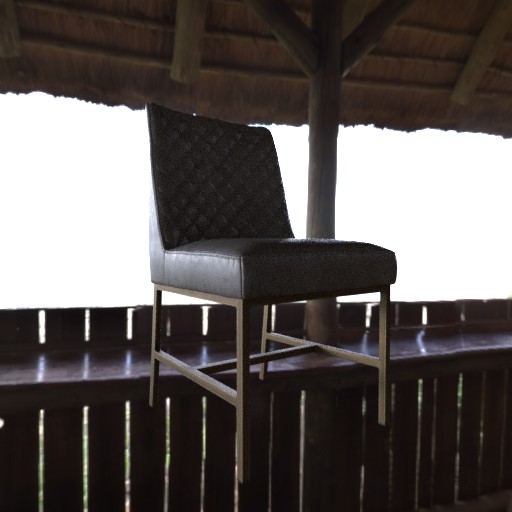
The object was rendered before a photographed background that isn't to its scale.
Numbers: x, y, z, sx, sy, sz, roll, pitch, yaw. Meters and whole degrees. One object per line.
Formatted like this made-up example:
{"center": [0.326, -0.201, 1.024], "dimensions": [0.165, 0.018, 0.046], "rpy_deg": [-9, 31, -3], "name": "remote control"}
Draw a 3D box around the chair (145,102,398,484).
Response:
{"center": [0.000, 0.000, 1.233], "dimensions": [0.508, 0.889, 0.587], "rpy_deg": [-2, 3, -37], "name": "chair"}
